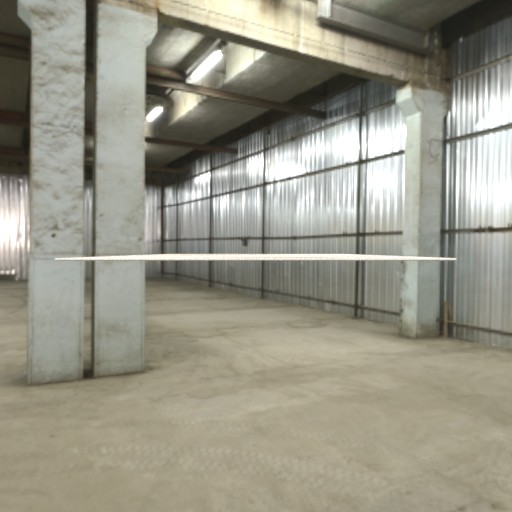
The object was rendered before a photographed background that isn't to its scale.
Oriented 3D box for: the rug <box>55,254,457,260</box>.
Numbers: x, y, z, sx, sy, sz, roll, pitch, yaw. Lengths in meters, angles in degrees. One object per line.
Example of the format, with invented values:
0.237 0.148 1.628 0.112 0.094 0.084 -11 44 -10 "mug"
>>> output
0.000 0.000 2.749 1.533 0.010 2.142 0 1 0 "rug"
